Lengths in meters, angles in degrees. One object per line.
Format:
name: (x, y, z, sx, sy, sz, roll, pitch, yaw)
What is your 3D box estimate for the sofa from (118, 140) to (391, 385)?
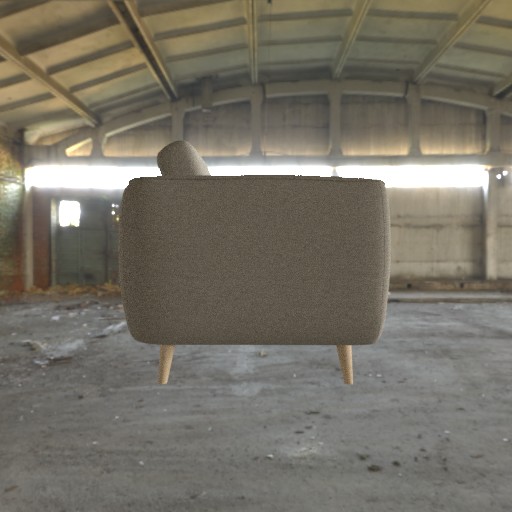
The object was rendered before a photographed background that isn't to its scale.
sofa: (0.000, 0.000, 2.181, 0.920, 0.850, 1.700, 0, 0, 0)
